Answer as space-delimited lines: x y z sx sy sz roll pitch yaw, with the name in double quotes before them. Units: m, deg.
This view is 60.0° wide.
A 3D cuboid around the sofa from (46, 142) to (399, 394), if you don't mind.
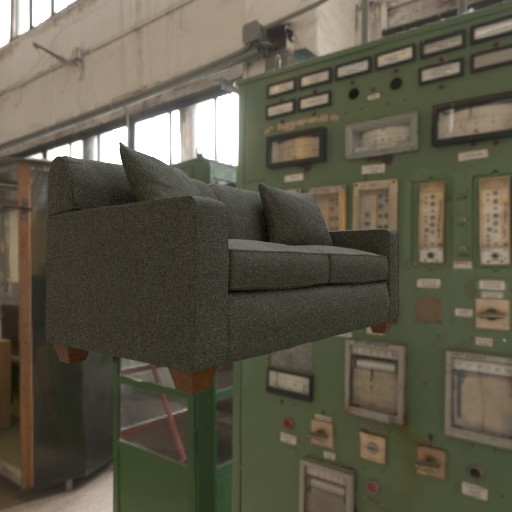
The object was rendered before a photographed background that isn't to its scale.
"sofa" 0.000 0.000 2.417 0.998 0.958 1.846 -1 -2 38
